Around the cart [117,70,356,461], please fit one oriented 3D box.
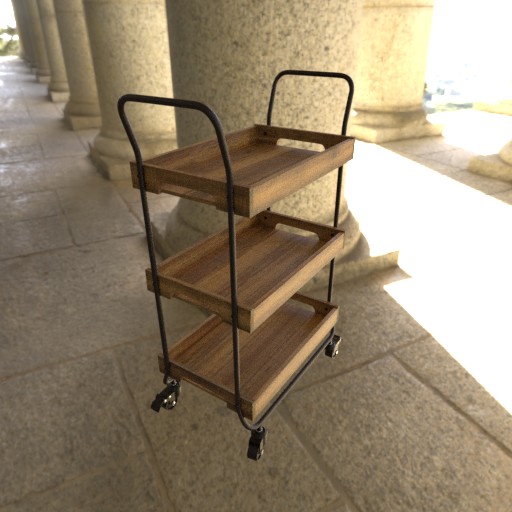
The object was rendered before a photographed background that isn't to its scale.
[{"bbox_3d":[0.000,0.000,1.163,0.339,0.857,0.583,17,32,29],"label":"cart"}]
